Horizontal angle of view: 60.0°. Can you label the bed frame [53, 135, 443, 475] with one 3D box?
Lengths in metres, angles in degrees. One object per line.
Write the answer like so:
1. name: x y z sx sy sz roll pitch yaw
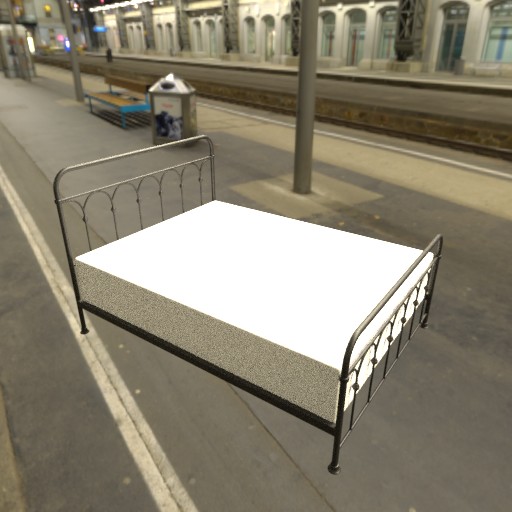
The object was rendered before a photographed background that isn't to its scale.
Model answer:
1. bed frame: 0.000 0.000 3.204 2.203 1.276 1.664 17 31 31
